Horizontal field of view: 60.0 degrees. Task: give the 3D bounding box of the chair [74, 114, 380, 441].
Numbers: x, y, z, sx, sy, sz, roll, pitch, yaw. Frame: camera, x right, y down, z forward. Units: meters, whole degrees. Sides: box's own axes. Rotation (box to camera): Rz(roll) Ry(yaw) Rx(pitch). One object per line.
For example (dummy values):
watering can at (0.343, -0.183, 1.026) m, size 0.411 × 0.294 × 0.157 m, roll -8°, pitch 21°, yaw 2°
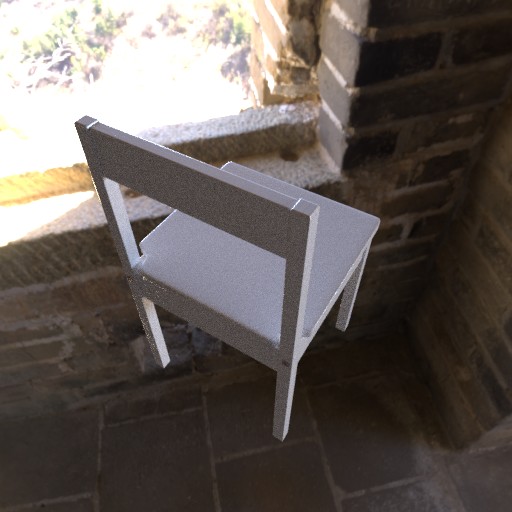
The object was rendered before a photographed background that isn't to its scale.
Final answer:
chair at (0.000, 0.000, 0.879) m, size 0.367 × 0.668 × 0.361 m, roll 25°, pitch 53°, yaw 21°
